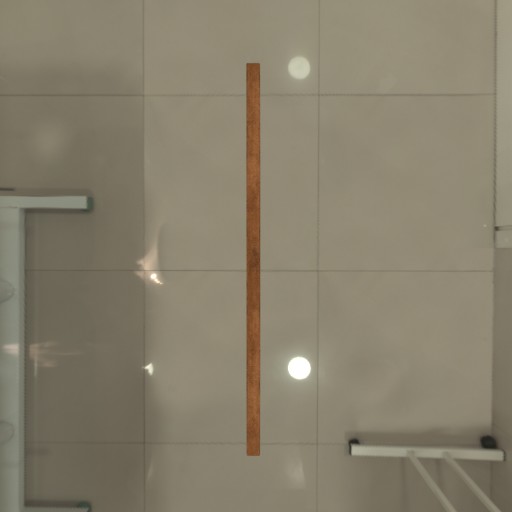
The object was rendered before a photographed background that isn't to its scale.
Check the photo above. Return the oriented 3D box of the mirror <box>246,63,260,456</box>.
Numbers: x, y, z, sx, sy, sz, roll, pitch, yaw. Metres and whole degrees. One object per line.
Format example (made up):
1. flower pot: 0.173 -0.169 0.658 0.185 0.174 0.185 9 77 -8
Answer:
1. mirror: 0.000 0.000 1.444 0.028 1.099 0.796 0 91 1
